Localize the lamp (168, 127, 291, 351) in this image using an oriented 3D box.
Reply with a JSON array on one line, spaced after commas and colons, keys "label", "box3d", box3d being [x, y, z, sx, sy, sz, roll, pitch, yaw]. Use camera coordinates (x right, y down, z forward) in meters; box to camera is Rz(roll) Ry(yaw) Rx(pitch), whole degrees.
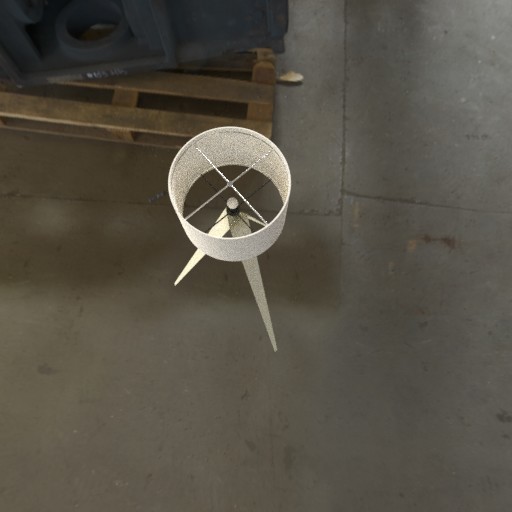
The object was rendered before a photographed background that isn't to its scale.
[{"label": "lamp", "box3d": [0.000, 0.000, 1.984, 0.724, 1.524, 0.716, -40, 78, -10]}]
